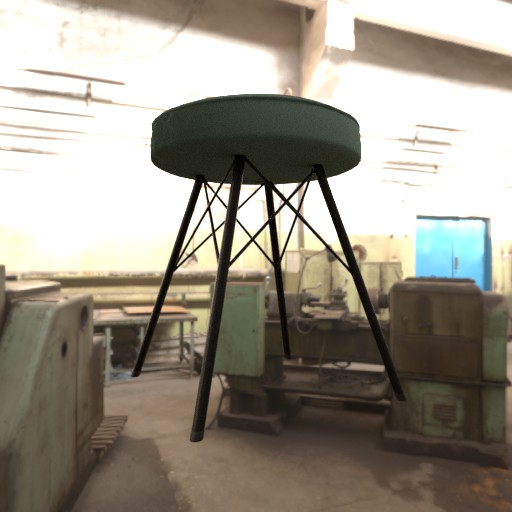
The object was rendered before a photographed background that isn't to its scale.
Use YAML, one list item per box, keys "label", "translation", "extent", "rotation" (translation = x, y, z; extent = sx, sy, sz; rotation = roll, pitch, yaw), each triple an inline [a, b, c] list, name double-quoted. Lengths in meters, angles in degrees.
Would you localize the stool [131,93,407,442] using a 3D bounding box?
- label: "stool"
  translation: [0.000, 0.000, 0.877]
  extent: [0.458, 0.519, 0.457]
  rotation: [0, -1, -19]
